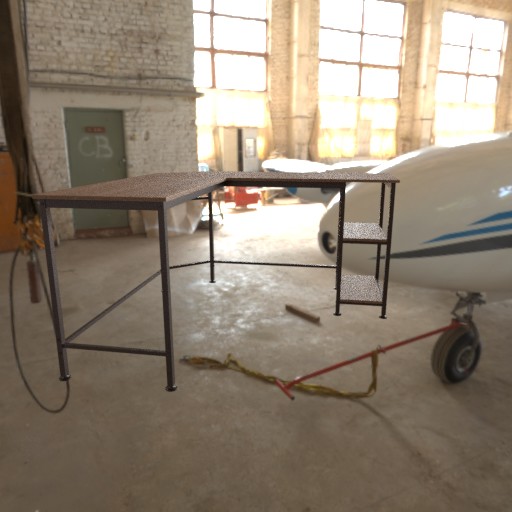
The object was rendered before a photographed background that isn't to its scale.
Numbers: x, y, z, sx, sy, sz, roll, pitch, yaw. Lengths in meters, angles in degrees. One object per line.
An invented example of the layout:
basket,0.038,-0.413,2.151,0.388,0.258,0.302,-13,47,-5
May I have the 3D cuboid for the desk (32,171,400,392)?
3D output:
desk,0.000,0.000,2.215,1.379,0.739,1.379,2,15,10
